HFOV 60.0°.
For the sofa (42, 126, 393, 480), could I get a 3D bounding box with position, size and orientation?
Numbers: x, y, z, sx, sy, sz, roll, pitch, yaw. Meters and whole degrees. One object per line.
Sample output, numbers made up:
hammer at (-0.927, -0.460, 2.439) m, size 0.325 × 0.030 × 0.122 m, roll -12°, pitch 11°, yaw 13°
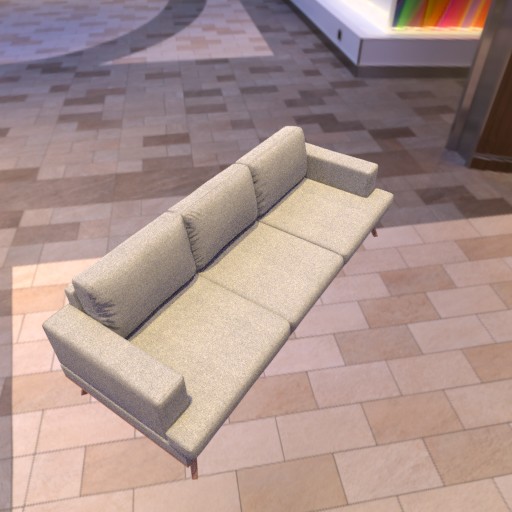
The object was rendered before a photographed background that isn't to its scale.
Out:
sofa at (0.000, 0.000, 2.726) m, size 0.920 × 0.810 × 2.310 m, roll 24°, pitch 47°, yaw 25°
